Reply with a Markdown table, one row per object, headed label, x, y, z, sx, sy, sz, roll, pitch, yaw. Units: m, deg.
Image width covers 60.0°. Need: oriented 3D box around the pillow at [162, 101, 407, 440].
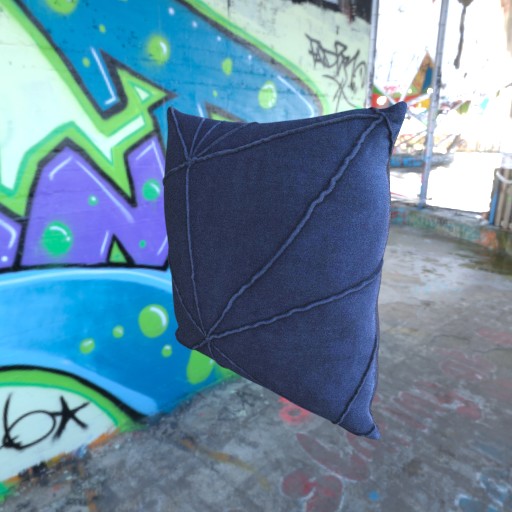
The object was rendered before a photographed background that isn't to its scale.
| label | x | y | z | sx | sy | sz | roll | pitch | yaw |
| --- | --- | --- | --- | --- | --- | --- | --- | --- | --- |
| pillow | 0.000 | 0.000 | 0.669 | 0.439 | 0.440 | 0.183 | 15 | 22 | 42 |
